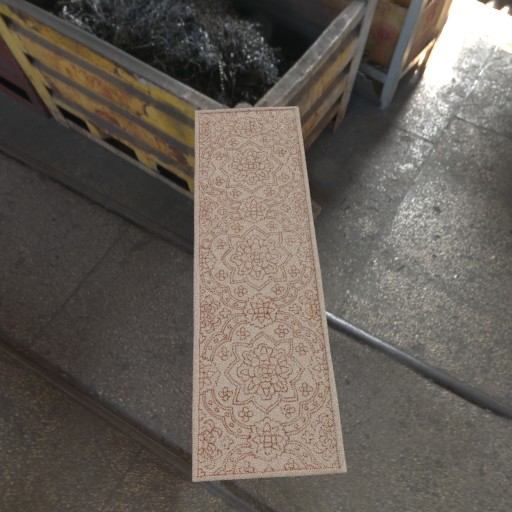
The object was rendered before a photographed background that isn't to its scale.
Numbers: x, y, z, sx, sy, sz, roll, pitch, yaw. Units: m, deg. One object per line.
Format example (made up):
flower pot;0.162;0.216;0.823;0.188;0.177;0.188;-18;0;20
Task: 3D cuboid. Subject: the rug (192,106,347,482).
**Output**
rug;0.000;0.000;2.731;0.769;0.012;2.448;-3;63;-1
